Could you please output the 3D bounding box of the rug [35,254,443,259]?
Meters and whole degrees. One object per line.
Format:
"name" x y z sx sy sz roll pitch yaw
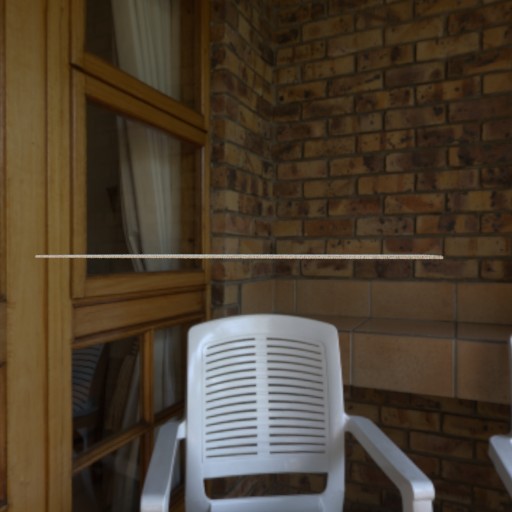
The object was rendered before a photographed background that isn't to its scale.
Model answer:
"rug" 0.000 0.000 2.900 2.144 0.013 1.509 0 0 18
